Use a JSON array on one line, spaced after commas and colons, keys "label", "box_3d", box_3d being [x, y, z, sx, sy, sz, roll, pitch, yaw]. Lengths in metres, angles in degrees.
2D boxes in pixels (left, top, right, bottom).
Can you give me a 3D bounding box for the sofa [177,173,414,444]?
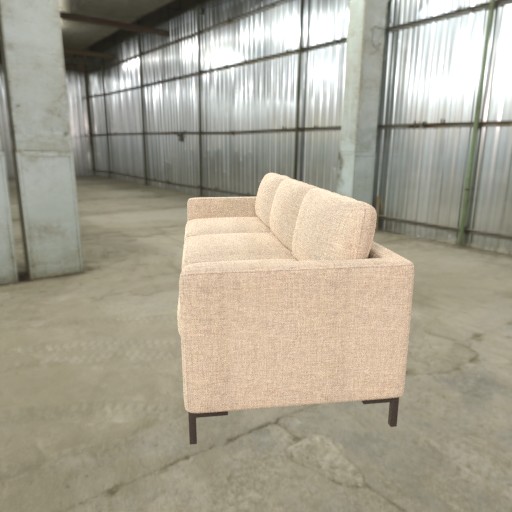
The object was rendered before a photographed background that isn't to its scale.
[{"label": "sofa", "box_3d": [0.000, 0.000, 2.632, 0.859, 0.874, 2.218, -2, 14, -8]}]
